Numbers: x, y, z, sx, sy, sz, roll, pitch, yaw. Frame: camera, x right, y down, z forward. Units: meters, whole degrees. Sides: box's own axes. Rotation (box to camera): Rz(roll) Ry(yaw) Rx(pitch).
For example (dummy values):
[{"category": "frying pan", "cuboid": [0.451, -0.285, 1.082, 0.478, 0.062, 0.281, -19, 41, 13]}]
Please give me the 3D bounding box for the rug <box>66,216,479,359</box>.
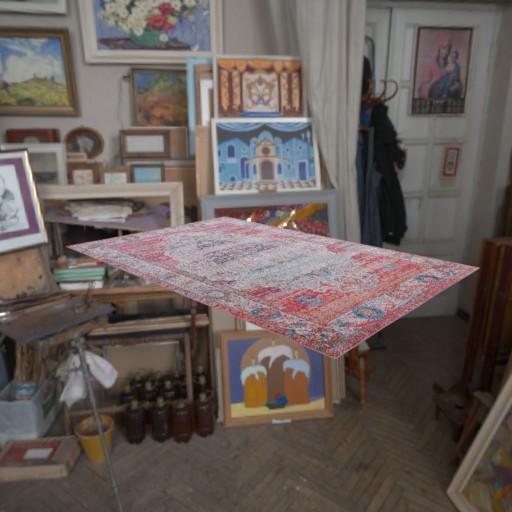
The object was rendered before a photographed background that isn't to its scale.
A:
[{"category": "rug", "cuboid": [0.000, 0.000, 2.327, 1.829, 0.006, 1.219, 15, 22, 42]}]
